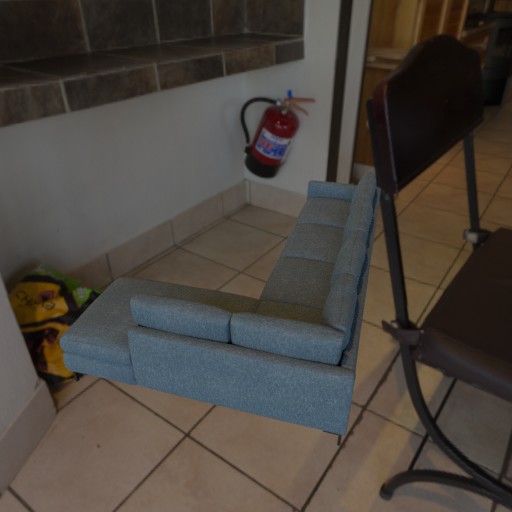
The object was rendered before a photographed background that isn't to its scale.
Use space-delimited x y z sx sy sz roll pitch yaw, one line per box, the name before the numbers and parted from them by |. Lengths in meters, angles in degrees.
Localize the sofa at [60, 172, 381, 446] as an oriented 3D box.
sofa | 0.000 0.000 3.999 2.007 0.815 2.949 9 32 14
